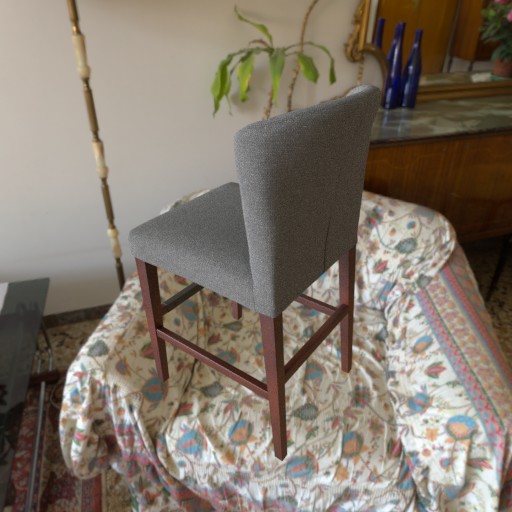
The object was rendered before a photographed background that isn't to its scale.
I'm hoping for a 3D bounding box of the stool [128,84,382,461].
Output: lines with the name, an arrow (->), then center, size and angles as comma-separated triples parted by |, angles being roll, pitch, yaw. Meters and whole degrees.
stool -> 0.000, 0.000, 1.286 | 0.568, 0.968, 0.479 | 21, 37, 30
